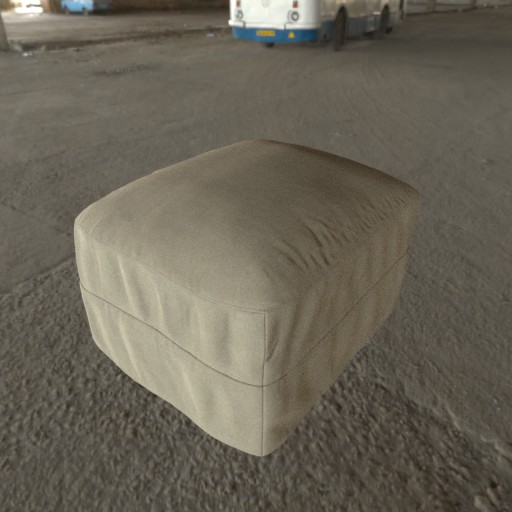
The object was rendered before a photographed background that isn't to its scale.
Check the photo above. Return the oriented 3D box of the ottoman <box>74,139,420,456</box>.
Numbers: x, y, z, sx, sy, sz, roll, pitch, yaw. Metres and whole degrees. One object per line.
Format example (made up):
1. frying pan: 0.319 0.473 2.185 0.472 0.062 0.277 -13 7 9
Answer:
1. ottoman: 0.000 0.000 1.112 0.584 0.480 0.712 22 38 32
